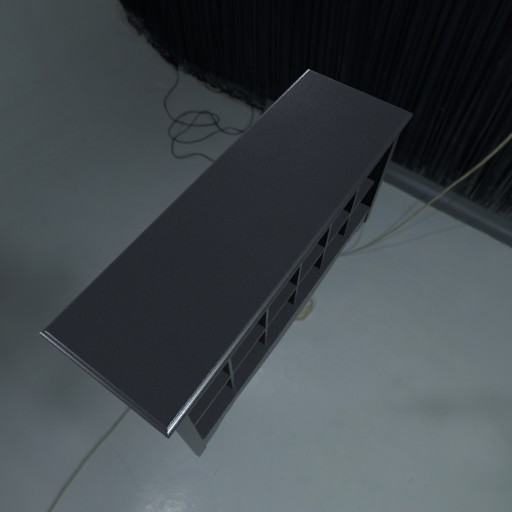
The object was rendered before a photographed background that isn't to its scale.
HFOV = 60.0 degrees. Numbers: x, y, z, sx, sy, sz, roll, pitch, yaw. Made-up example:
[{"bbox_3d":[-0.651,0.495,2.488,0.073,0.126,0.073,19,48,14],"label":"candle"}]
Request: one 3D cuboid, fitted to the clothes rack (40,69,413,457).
[{"bbox_3d":[0.000,0.000,1.483,0.406,0.556,1.219,31,63,18],"label":"clothes rack"}]
